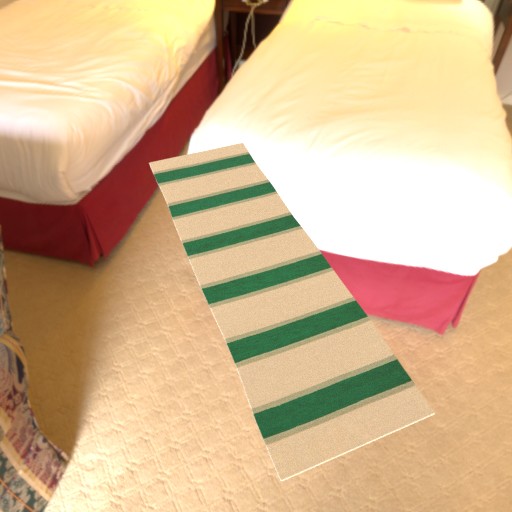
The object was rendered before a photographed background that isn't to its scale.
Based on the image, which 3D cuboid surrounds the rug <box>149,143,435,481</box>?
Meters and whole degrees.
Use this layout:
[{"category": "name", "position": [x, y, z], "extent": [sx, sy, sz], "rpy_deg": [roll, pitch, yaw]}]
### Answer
[{"category": "rug", "position": [0.000, 0.000, 2.682], "extent": [0.768, 0.012, 2.438], "rpy_deg": [-16, 48, -15]}]
